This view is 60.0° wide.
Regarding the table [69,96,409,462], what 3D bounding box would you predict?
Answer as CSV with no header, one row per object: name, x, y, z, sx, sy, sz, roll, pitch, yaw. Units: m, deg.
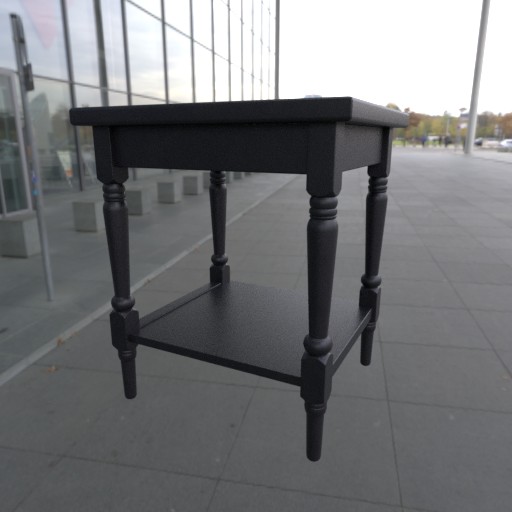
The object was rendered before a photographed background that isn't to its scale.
table,0.000,0.000,0.905,0.488,0.565,0.442,7,17,26
